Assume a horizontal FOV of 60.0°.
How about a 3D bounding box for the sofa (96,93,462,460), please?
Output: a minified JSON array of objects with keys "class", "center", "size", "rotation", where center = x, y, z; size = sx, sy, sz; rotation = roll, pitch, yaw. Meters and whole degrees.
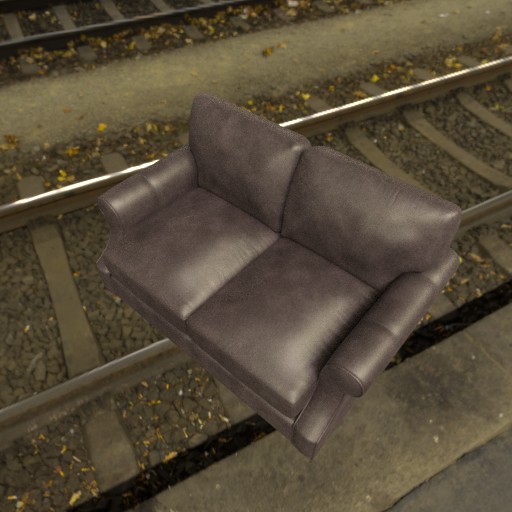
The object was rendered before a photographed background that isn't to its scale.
[{"class":"sofa","center":[0.000,0.000,2.270],"size":[1.663,0.979,1.030],"rotation":[32,55,26]}]
